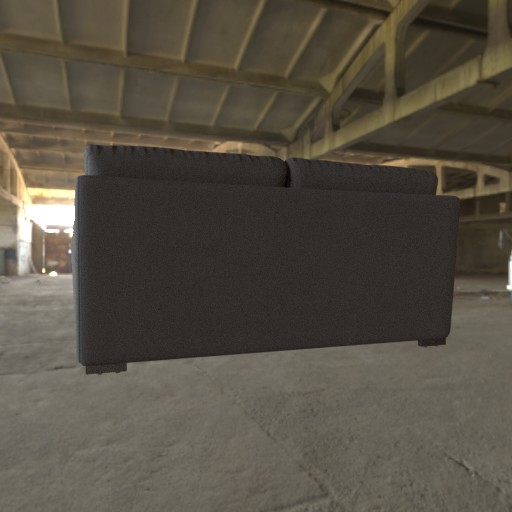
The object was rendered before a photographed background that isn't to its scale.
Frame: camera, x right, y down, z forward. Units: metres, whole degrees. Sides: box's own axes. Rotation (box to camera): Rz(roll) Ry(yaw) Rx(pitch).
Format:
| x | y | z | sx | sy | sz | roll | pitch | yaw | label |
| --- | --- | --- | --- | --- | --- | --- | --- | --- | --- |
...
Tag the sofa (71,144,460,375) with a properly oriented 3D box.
| x | y | z | sx | sy | sz | roll | pitch | yaw | label |
| --- | --- | --- | --- | --- | --- | --- | --- | --- | --- |
| 0.000 | 0.000 | 2.468 | 1.880 | 0.940 | 1.143 | 0 | 0 | -19 | sofa |
